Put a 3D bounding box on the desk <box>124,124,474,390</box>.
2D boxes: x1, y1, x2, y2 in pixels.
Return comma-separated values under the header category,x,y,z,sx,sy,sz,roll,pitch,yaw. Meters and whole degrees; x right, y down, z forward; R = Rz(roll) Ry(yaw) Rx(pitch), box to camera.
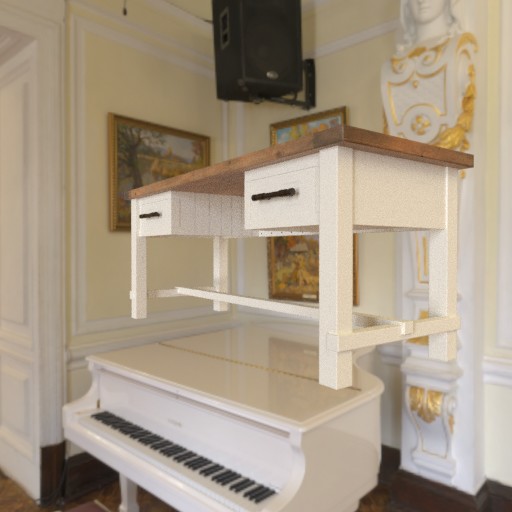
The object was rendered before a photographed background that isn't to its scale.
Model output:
category,x,y,z,sx,sy,sz,roll,pitch,yaw
desk,0.000,0.000,2.176,0.688,0.762,1.803,-1,1,-35
